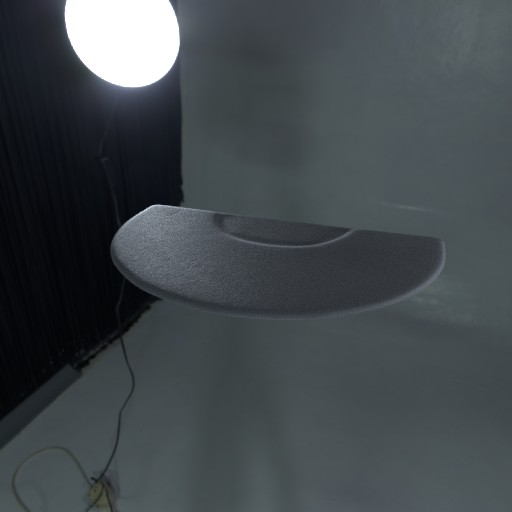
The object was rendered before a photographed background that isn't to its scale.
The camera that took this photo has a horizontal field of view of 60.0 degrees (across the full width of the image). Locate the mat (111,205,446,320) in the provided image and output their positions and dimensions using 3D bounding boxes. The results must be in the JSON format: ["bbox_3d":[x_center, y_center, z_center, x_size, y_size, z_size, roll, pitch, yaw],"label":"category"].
[{"bbox_3d":[0.000,0.000,1.875,1.525,0.016,0.917,8,27,17],"label":"mat"}]
